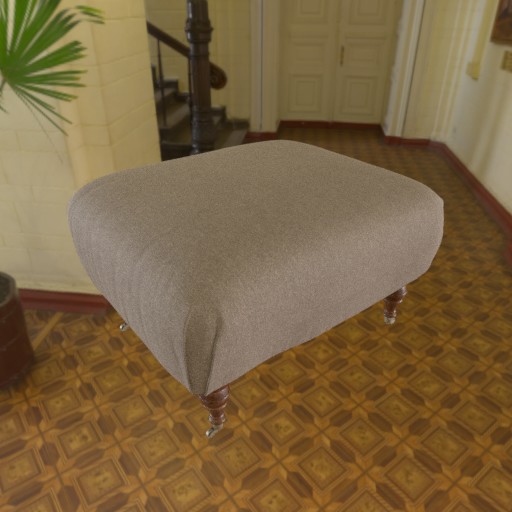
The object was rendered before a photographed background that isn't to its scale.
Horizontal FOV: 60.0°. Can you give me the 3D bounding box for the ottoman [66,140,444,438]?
[{"bbox_3d":[0.000,0.000,1.121,0.747,0.450,0.622,-22,36,-32],"label":"ottoman"}]
